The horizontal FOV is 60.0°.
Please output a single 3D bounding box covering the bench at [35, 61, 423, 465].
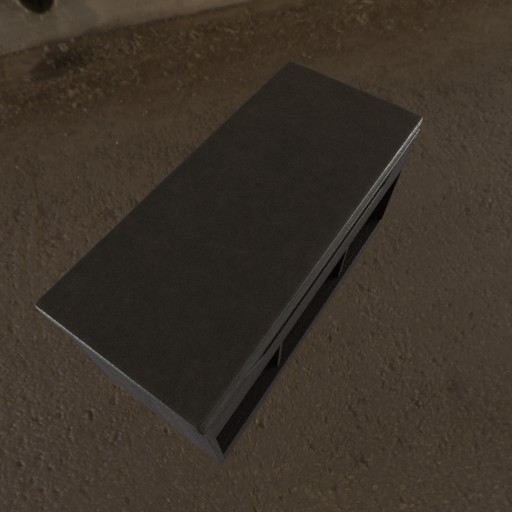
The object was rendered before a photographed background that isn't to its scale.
[{"bbox_3d":[0.000,0.000,1.178,0.401,0.501,0.905,30,63,17],"label":"bench"}]
